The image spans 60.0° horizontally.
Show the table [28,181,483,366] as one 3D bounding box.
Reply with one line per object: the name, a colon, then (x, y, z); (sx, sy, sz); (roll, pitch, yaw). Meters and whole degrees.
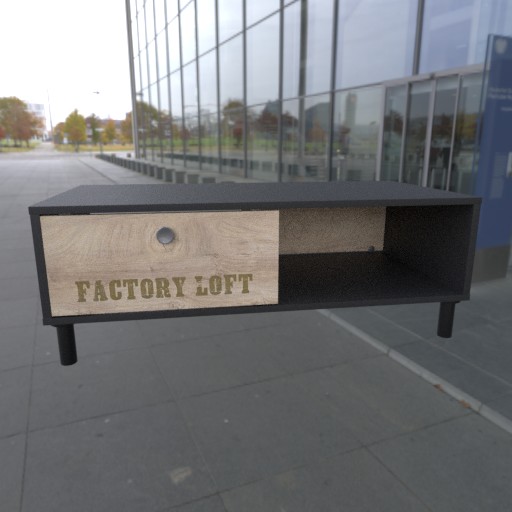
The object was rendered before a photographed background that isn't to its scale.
table: (0.000, 0.000, 1.360); (1.100, 0.400, 0.550); (-2, 15, -9)
